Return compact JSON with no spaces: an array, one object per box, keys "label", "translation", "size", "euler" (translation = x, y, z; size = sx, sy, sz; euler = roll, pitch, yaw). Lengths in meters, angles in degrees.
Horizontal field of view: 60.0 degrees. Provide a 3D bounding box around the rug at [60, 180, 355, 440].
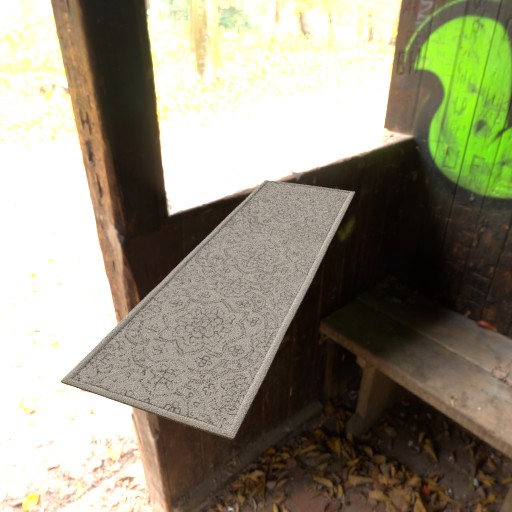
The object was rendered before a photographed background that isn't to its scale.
[{"label":"rug","translation":[0.000,0.000,2.652],"size":[0.769,0.012,2.448],"euler":[11,32,18]}]
